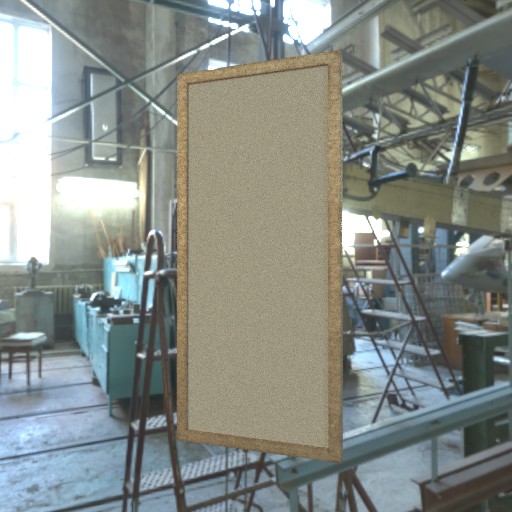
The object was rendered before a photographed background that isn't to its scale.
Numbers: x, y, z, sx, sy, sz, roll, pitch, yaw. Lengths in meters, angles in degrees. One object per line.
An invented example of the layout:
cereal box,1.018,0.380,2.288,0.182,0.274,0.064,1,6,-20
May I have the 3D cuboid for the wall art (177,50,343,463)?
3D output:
wall art,0.000,0.000,1.690,0.648,1.461,0.051,0,-1,18
